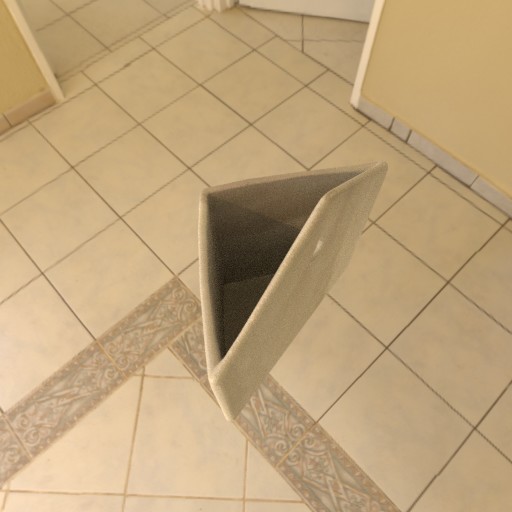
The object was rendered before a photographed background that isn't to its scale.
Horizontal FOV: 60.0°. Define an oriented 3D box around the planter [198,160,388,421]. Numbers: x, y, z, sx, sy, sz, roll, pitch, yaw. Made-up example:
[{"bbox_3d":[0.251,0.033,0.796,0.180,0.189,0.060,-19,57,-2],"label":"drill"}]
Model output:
[{"bbox_3d":[0.000,0.000,0.278,0.080,0.194,0.163,34,68,16],"label":"planter"}]
